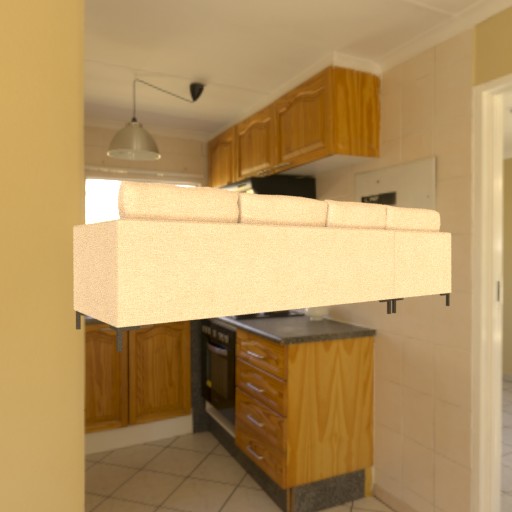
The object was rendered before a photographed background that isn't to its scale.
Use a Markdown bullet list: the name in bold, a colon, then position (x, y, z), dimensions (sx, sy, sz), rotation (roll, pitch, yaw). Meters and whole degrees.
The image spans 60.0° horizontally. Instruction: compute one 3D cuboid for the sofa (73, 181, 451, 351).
- **sofa**: position (0.000, 0.000, 4.230), dimensions (3.384, 0.996, 2.048), rotation (-1, 1, -36)
